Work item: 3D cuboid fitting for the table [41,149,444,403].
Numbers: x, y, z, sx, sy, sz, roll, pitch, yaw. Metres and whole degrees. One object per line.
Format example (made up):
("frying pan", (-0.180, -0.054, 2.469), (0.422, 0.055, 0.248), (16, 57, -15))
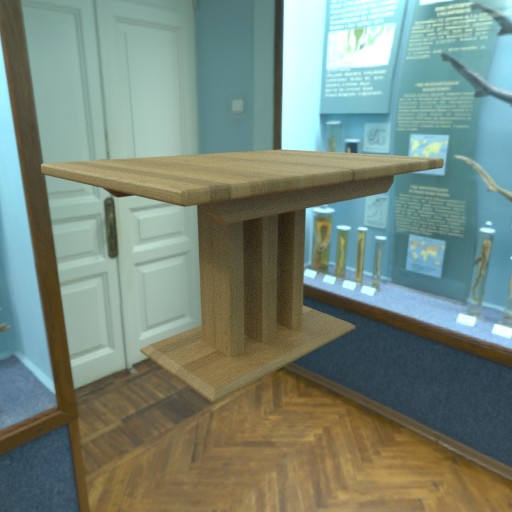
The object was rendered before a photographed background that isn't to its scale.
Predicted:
("table", (0.000, 0.000, 1.826), (1.300, 0.770, 0.900), (-15, 23, -41))
